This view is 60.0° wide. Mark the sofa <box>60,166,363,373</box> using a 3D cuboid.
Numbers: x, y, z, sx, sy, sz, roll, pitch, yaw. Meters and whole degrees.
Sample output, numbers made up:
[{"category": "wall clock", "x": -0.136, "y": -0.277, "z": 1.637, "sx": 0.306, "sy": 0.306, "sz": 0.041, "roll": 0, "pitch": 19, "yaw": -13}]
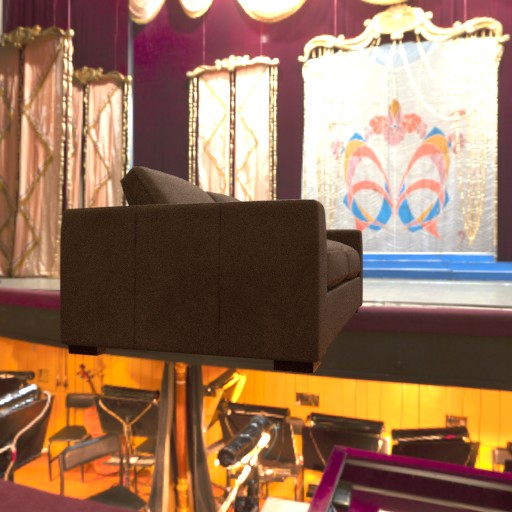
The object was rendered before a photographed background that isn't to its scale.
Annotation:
[{"category": "sofa", "x": 0.000, "y": 0.000, "z": 2.515, "sx": 1.070, "sy": 0.800, "sz": 1.920, "roll": 0, "pitch": 0, "yaw": 18}]
